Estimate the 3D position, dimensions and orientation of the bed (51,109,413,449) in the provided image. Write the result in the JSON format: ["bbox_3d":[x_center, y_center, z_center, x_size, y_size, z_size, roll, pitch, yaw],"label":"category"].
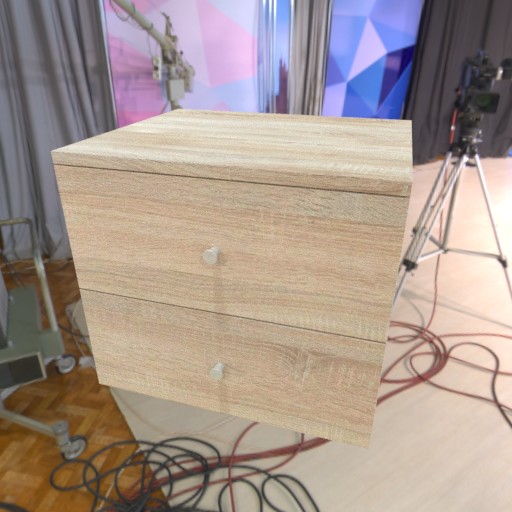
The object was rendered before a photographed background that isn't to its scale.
[{"bbox_3d":[0.000,0.000,0.779,0.460,0.420,0.401,8,28,15],"label":"bed"}]
